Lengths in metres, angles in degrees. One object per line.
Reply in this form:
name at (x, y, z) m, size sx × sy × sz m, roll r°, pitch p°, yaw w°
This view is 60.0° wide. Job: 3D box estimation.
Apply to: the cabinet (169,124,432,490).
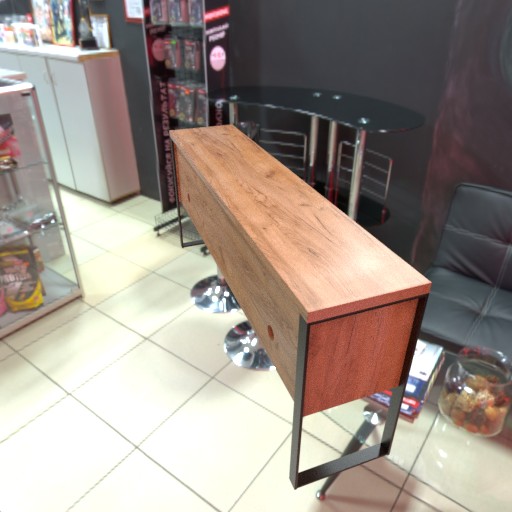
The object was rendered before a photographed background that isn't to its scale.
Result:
cabinet at (0.000, 0.000, 2.093) m, size 0.395 × 0.762 × 1.800 m, roll -11°, pitch 33°, yaw -18°
